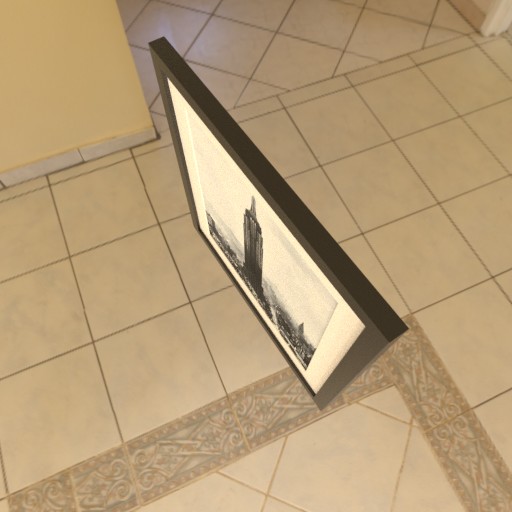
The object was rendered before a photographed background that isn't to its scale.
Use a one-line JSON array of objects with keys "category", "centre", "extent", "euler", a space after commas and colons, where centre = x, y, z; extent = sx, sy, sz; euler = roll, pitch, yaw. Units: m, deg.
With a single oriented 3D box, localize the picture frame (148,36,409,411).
[{"category": "picture frame", "centre": [0.000, 0.000, 0.827], "extent": [0.029, 0.557, 0.559], "euler": [-30, 67, -14]}]
